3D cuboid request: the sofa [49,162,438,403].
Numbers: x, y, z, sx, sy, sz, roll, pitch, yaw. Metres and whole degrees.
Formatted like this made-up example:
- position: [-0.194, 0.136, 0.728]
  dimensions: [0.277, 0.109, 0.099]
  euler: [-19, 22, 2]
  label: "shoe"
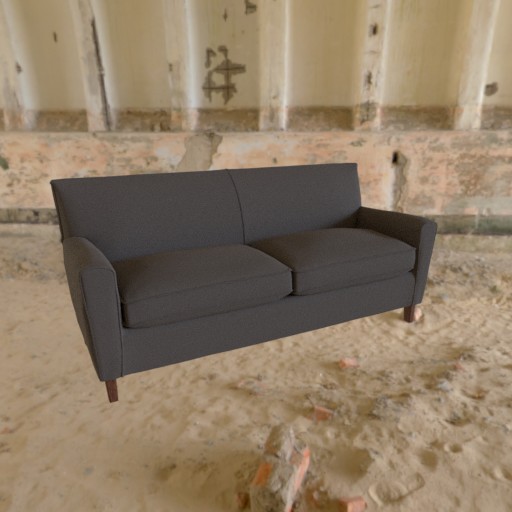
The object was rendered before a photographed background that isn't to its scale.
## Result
- position: [0.000, 0.000, 2.521]
  dimensions: [2.002, 0.907, 0.843]
  euler: [-9, 19, -26]
  label: "sofa"
